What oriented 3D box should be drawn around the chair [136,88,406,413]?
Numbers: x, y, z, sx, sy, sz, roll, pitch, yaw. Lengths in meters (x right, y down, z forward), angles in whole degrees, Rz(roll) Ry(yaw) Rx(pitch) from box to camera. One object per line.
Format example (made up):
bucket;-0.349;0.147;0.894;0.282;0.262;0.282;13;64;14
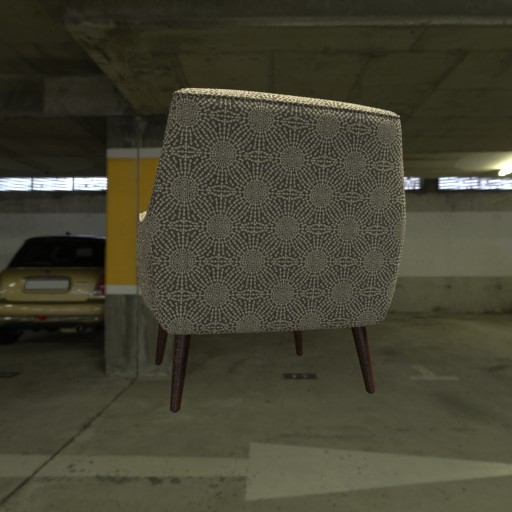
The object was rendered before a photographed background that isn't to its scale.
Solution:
chair;0.000;0.000;1.492;0.762;0.838;0.787;0;-1;-17
